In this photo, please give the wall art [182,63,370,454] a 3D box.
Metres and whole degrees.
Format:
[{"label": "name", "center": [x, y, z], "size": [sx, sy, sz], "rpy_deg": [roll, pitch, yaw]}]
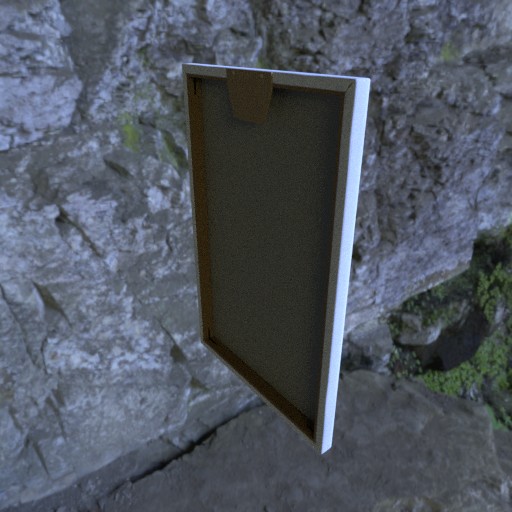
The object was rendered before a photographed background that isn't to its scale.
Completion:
[{"label": "wall art", "center": [0.000, 0.000, 1.178], "size": [0.048, 0.916, 0.602], "rpy_deg": [-19, 32, -33]}]
